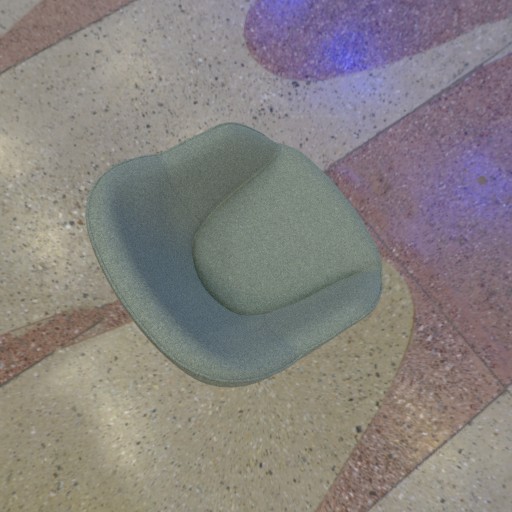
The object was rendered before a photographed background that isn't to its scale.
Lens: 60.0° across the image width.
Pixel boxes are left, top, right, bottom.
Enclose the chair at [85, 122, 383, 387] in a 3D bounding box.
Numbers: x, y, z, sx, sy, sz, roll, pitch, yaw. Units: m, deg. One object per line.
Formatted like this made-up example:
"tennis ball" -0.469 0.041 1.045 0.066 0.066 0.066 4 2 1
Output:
"chair" 0.000 0.000 1.212 0.611 0.810 0.589 -34 78 -8
